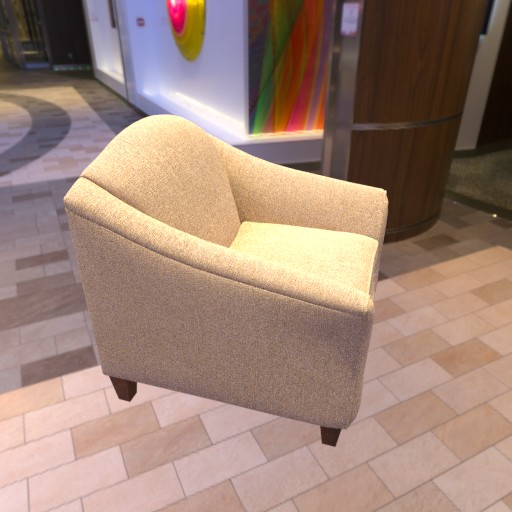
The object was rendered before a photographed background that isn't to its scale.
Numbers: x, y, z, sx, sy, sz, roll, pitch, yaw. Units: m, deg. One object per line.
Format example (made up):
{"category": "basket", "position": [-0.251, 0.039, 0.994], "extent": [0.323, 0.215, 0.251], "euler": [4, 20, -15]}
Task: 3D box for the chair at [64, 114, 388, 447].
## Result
{"category": "chair", "position": [0.000, 0.000, 1.449], "extent": [0.787, 0.839, 0.763], "euler": [9, 30, 15]}
